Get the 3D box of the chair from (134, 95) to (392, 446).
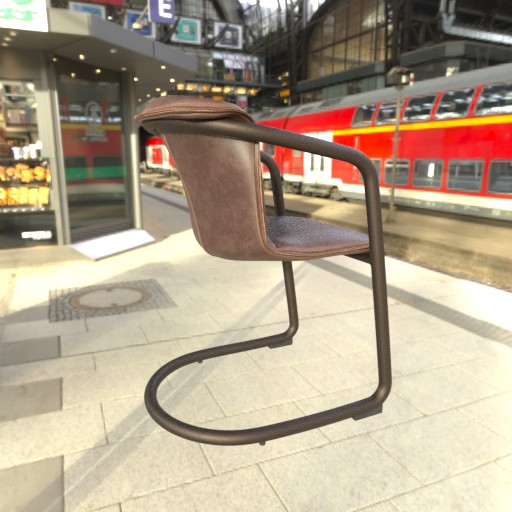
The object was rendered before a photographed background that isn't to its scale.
[{"bbox_3d":[0.000,0.000,1.261,0.664,0.836,0.536,-6,14,-25],"label":"chair"}]
